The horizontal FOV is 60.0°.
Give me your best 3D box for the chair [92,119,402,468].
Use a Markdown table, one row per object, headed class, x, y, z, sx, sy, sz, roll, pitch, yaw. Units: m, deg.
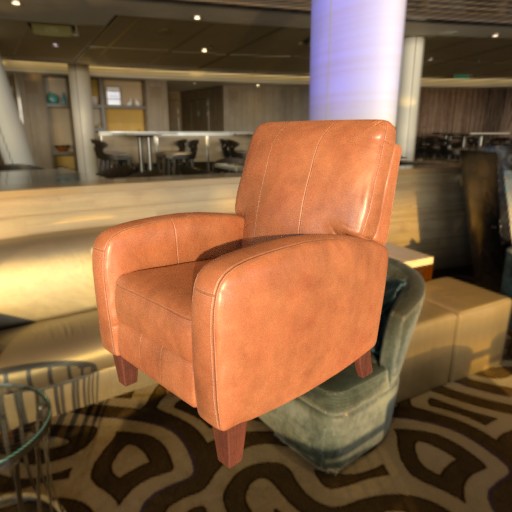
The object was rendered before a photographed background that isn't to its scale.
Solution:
| class | x | y | z | sx | sy | sz | roll | pitch | yaw |
| --- | --- | --- | --- | --- | --- | --- | --- | --- | --- |
| chair | 0.000 | 0.000 | 1.669 | 0.990 | 0.990 | 0.762 | -15 | 21 | -42 |
